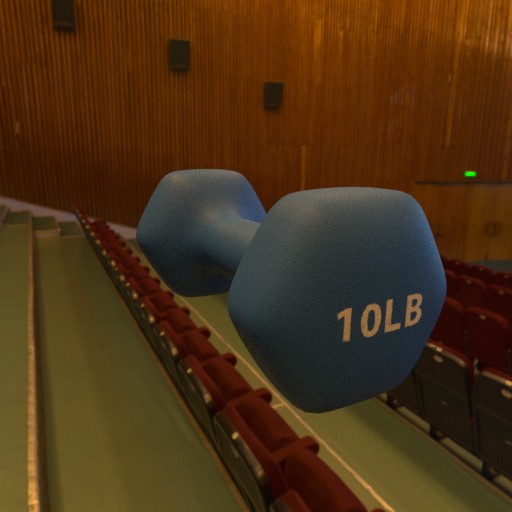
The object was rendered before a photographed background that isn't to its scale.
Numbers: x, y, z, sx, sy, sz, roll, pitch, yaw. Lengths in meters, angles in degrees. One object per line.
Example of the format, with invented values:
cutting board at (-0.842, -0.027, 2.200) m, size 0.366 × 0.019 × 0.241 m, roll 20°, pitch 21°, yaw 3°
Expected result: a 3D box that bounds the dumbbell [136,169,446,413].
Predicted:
dumbbell at (0.000, 0.000, 0.262) m, size 0.103 × 0.093 × 0.212 m, roll -7°, pitch 16°, yaw -26°
